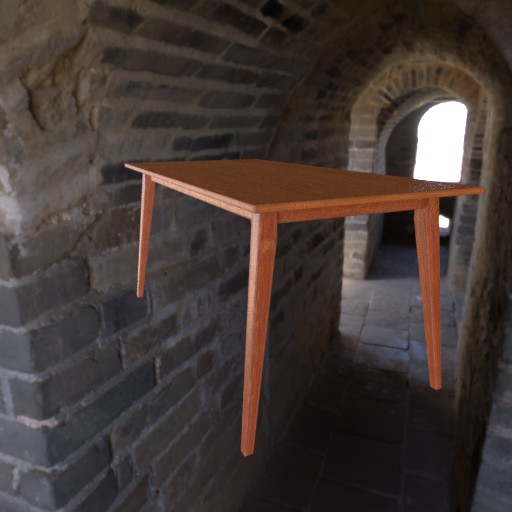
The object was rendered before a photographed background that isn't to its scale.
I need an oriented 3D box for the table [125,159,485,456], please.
[{"bbox_3d":[0.000,0.000,2.015,0.811,0.755,1.609,-8,17,-25],"label":"table"}]
